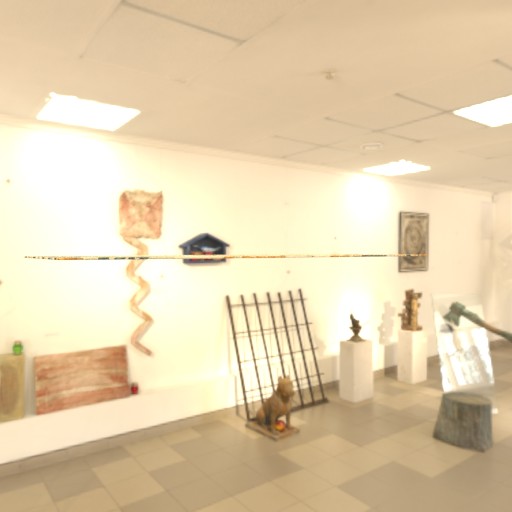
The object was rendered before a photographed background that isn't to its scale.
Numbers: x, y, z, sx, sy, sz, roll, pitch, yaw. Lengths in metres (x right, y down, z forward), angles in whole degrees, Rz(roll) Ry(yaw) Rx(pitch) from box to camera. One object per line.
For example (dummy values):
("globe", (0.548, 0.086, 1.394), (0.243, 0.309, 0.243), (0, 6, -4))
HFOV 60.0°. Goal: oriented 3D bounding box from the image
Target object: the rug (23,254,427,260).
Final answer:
("rug", (0.000, 0.000, 2.711), (2.437, 0.010, 0.783), (0, 1, -37))
